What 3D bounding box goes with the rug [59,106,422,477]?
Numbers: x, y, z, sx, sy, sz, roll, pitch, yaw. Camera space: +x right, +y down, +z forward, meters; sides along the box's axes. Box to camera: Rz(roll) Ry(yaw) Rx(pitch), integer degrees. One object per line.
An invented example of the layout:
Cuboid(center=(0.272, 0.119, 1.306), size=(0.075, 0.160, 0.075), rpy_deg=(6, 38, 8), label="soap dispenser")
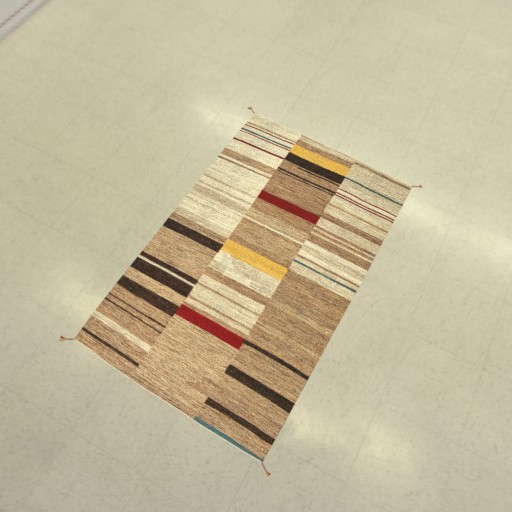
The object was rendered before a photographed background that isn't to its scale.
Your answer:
Cuboid(center=(0.000, 0.000, 2.511), size=(1.268, 0.007, 1.918), rpy_deg=(29, 67, 13), label="rug")
